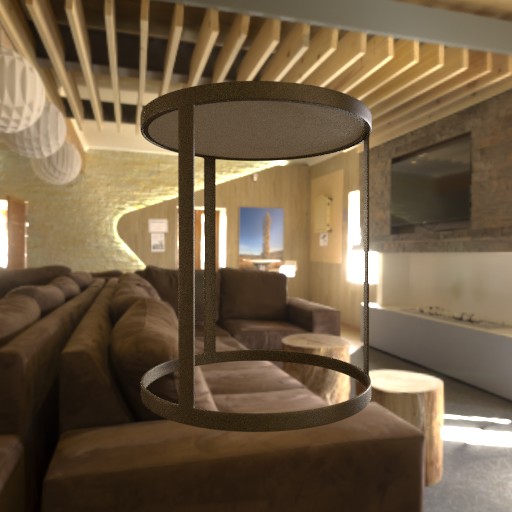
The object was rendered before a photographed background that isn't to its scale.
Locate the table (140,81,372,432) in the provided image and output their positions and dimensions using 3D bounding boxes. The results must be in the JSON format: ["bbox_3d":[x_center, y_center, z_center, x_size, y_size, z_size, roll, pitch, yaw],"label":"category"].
[{"bbox_3d":[0.000,0.000,0.952,0.480,0.565,0.480,0,0,0],"label":"table"}]
